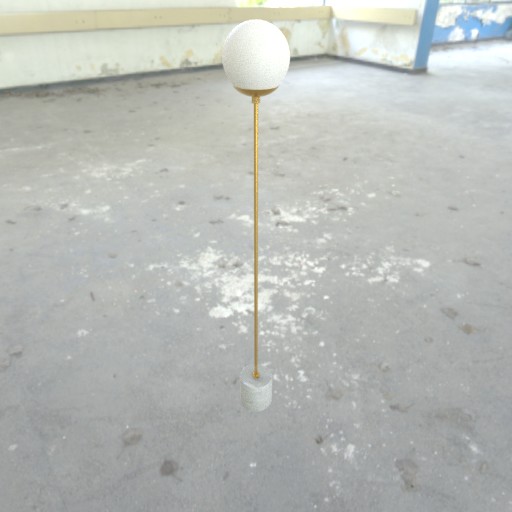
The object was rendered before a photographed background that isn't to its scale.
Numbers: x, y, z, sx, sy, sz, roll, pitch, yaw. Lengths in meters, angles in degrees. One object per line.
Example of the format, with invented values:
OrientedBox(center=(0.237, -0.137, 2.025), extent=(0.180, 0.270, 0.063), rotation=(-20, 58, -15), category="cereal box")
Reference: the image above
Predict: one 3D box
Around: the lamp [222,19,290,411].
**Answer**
OrientedBox(center=(0.000, 0.000, 1.859), extent=(0.224, 1.753, 0.224), rotation=(-20, 37, -29), category="lamp")
